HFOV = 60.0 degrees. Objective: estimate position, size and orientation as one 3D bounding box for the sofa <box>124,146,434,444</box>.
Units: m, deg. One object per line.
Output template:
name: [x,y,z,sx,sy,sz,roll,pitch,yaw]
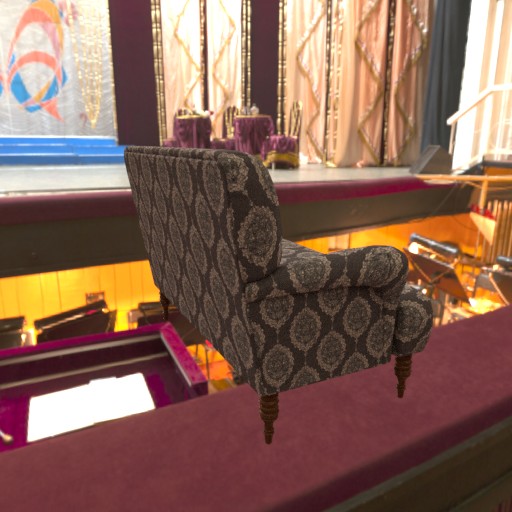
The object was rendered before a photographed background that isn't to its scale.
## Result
sofa: [0.000,0.000,1.807,0.779,0.867,1.297,-7,16,-27]
